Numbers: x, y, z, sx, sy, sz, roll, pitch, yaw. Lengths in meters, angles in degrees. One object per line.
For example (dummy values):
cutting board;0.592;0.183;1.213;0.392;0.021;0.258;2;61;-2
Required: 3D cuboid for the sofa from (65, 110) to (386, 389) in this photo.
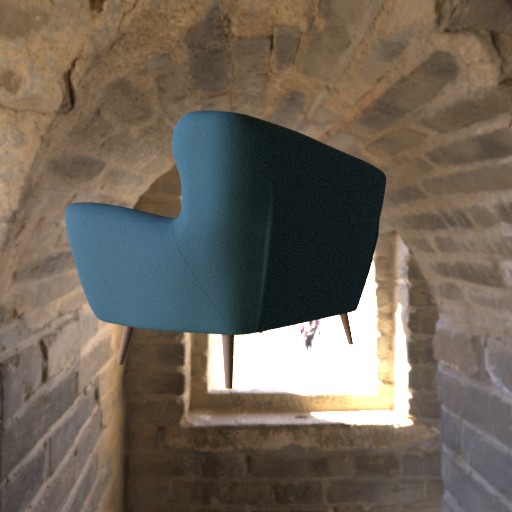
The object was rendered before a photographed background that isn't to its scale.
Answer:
sofa;0.000;0.000;2.007;0.889;0.889;1.397;0;-1;37
